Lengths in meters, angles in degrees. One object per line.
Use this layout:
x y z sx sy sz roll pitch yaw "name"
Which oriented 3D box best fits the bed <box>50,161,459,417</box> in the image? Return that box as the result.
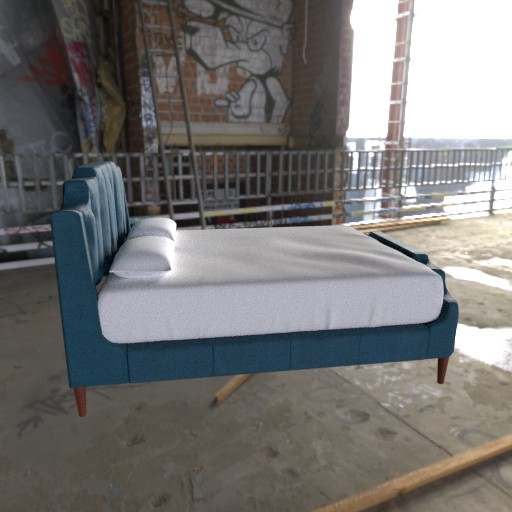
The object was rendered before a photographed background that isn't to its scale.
0.000 0.000 3.252 2.322 1.351 1.676 -2 15 -9 "bed"
